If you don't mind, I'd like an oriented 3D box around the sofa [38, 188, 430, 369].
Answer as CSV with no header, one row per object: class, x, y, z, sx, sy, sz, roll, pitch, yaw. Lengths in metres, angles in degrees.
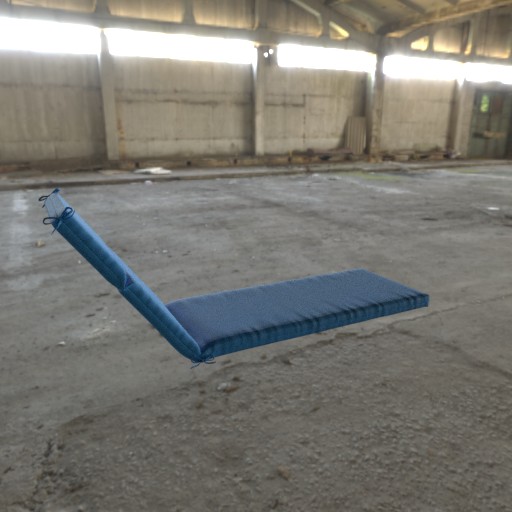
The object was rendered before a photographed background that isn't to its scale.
sofa,0.000,0.000,1.954,1.663,0.622,0.582,-8,17,-26
